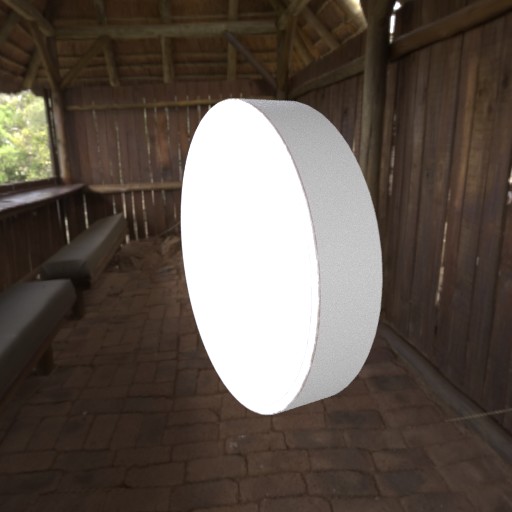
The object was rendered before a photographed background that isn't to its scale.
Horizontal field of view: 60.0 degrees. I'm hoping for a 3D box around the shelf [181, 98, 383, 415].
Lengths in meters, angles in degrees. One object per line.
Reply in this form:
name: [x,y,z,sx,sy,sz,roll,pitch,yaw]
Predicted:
shelf: [0.000,0.000,1.211,0.158,0.807,0.806,-8,16,-27]
